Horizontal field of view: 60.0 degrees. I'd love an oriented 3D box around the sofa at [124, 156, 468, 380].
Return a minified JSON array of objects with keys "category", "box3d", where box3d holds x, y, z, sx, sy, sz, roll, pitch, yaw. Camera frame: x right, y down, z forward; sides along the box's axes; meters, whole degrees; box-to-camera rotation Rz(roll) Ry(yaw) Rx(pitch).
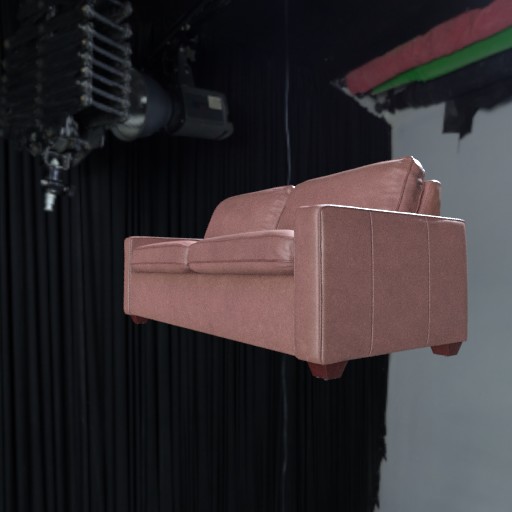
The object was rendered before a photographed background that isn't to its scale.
[{"category":"sofa","box3d":[0.000,0.000,2.568,0.940,0.919,2.080,1,-2,-34]}]
